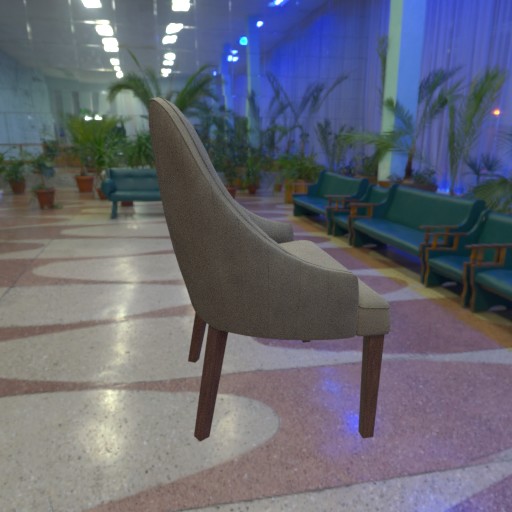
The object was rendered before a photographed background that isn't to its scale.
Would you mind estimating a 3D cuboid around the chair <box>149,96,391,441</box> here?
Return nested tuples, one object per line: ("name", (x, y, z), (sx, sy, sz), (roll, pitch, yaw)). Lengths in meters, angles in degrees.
("chair", (0.000, 0.000, 1.324), (0.575, 0.889, 0.643), (-3, 16, -10))
